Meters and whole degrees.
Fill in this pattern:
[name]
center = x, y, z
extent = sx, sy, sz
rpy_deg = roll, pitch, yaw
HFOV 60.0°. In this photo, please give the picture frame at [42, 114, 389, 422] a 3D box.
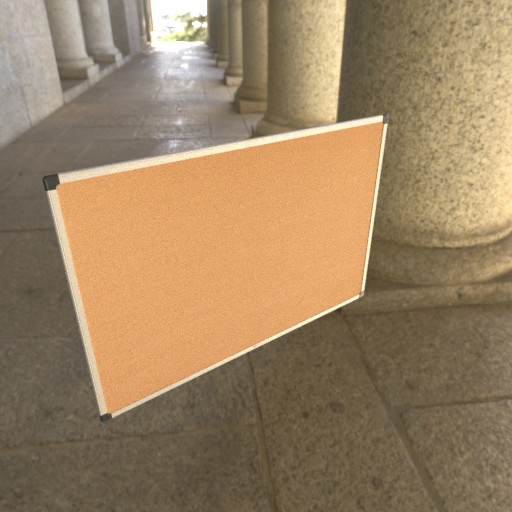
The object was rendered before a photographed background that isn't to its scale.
[picture frame]
center = 0.000, 0.000, 1.128
extent = 0.900, 0.600, 0.010
rpy_deg = -19, 34, -31
